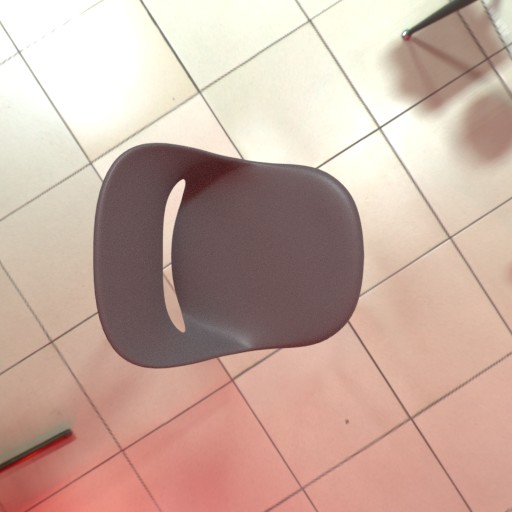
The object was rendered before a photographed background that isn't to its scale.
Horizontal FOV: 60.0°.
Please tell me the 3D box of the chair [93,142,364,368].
[{"bbox_3d":[0.000,0.000,1.147,0.556,0.795,0.470,0,90,0],"label":"chair"}]
